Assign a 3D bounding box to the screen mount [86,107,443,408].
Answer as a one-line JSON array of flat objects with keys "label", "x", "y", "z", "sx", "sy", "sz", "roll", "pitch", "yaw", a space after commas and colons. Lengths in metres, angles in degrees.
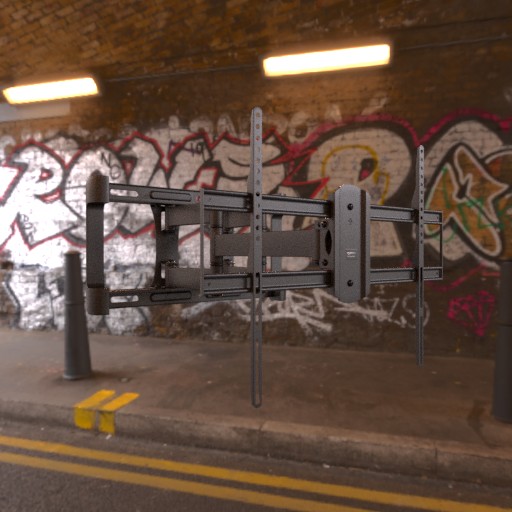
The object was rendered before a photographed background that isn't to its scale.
[{"label": "screen mount", "x": 0.000, "y": 0.000, "z": 1.112, "sx": 0.661, "sy": 0.491, "sz": 0.644, "roll": 0, "pitch": 1, "yaw": -35}]
